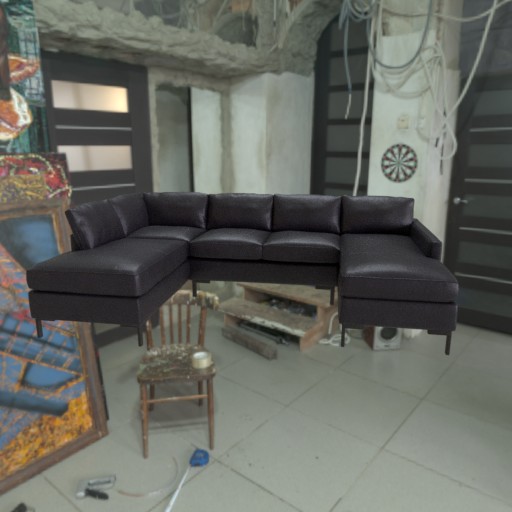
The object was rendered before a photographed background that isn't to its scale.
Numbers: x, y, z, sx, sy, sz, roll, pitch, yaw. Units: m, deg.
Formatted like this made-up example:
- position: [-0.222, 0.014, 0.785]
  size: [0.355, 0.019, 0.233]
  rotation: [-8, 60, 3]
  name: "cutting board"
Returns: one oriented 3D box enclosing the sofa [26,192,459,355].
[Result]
- position: [0.000, 0.000, 3.766]
  size: [2.956, 0.900, 1.939]
  rotation: [2, 14, 10]
  name: "sofa"
